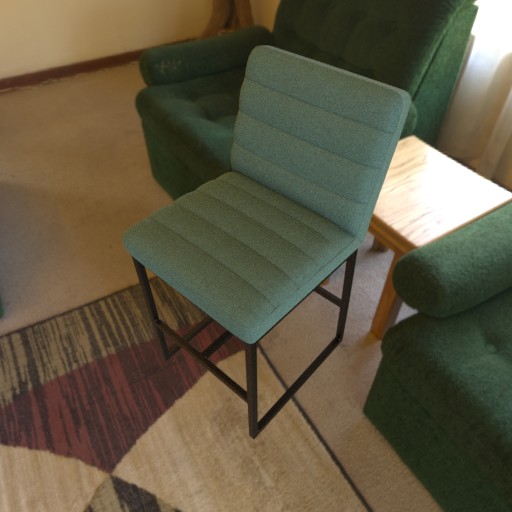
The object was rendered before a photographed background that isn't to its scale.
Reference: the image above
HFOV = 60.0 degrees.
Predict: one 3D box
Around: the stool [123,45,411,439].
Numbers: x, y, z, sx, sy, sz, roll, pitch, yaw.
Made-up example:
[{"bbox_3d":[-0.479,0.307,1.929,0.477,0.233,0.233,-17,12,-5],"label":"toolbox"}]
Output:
[{"bbox_3d":[0.000,0.000,1.272,0.460,0.940,0.560,32,54,28],"label":"stool"}]
